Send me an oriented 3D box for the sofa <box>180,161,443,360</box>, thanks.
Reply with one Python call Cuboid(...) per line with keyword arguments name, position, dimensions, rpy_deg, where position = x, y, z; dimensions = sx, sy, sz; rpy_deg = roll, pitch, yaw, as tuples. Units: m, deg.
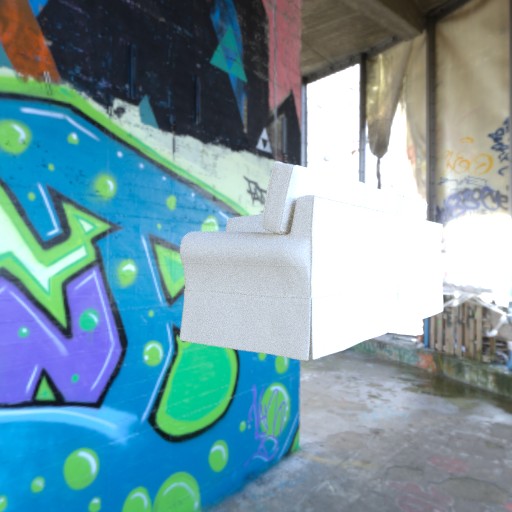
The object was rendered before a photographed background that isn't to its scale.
Cuboid(name="sofa", position=(0.000, 0.000, 3.993), dimensions=(2.591, 1.070, 2.597), rpy_deg=(0, 0, 37))
